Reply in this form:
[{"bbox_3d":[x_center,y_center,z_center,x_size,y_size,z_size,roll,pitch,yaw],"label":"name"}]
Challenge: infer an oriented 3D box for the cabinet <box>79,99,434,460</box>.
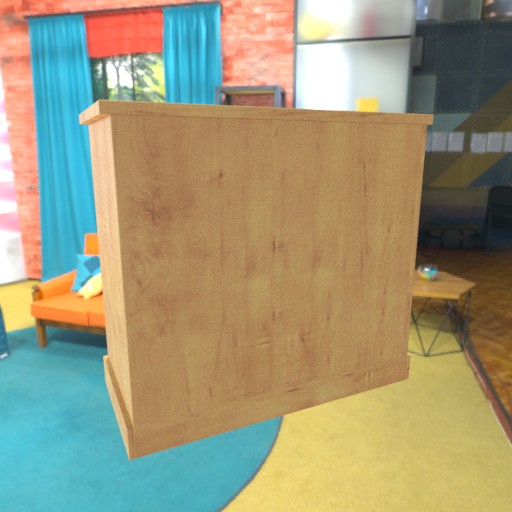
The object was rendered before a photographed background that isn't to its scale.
[{"bbox_3d":[0.000,0.000,1.378,0.920,0.840,0.450,-7,15,-25],"label":"cabinet"}]
